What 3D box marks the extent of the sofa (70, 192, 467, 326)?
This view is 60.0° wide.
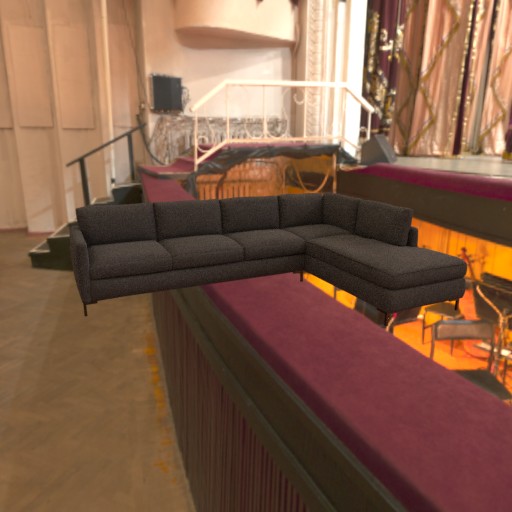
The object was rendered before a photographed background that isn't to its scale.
[{"bbox_3d":[0.000,0.000,3.894,2.949,0.815,2.007,-7,17,-24],"label":"sofa"}]
